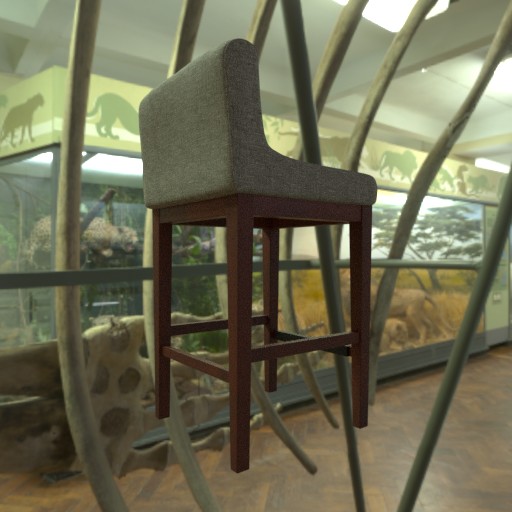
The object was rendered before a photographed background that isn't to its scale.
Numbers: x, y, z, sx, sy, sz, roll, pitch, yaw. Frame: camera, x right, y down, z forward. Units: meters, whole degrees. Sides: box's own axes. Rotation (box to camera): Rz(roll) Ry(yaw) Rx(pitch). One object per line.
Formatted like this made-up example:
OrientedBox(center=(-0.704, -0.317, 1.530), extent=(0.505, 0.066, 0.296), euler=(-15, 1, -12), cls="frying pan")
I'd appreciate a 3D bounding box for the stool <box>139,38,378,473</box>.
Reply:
OrientedBox(center=(0.000, 0.000, 1.110), extent=(0.459, 0.835, 0.417), euler=(0, 0, -37), cls="stool")
